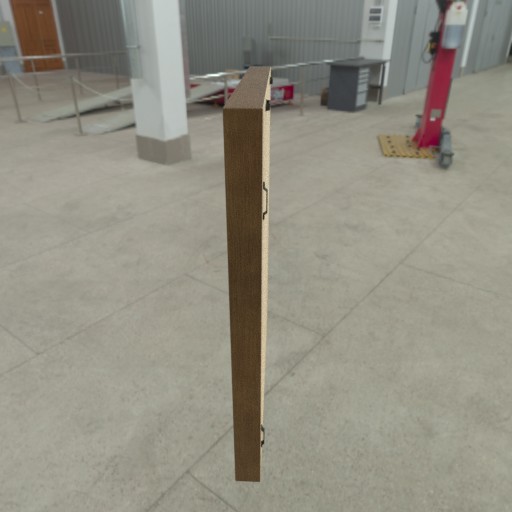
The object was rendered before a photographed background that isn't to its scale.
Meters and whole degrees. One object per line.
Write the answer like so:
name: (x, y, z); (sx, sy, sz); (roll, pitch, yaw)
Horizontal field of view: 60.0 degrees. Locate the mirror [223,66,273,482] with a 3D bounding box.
mirror: (0.000, 0.000, 0.687); (0.041, 0.509, 0.406); (1, 28, 2)
